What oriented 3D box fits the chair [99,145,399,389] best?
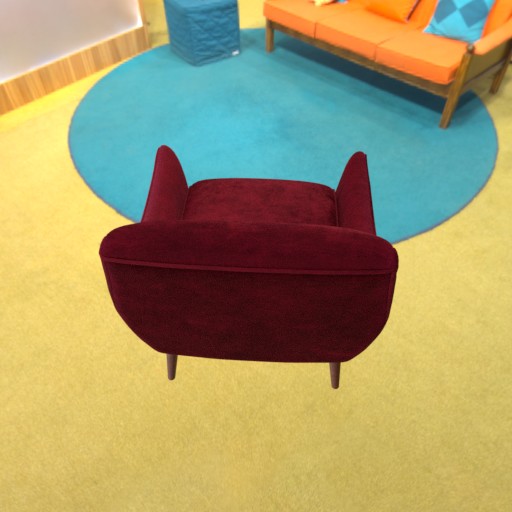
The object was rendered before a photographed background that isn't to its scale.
[{"bbox_3d":[0.000,0.000,1.446,0.762,0.838,0.787,2,47,2],"label":"chair"}]
